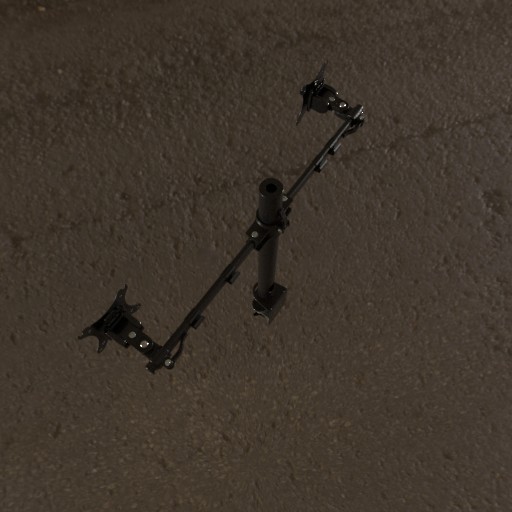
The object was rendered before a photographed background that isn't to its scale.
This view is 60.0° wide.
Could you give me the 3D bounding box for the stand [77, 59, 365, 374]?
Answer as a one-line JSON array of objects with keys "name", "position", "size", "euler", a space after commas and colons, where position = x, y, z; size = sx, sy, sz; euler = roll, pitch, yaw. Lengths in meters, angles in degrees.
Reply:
[{"name": "stand", "position": [0.000, 0.000, 1.021], "size": [0.150, 0.603, 0.743], "euler": [33, 69, 14]}]
